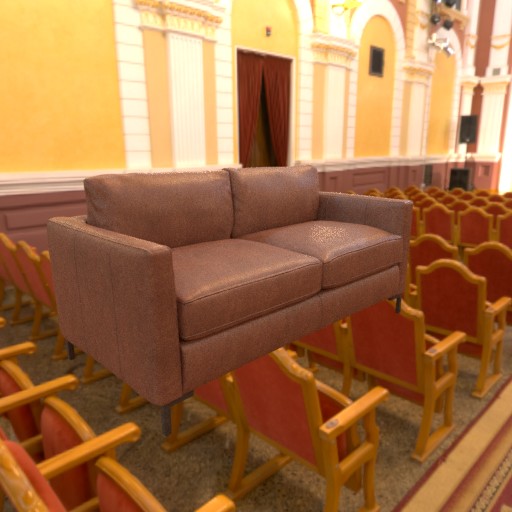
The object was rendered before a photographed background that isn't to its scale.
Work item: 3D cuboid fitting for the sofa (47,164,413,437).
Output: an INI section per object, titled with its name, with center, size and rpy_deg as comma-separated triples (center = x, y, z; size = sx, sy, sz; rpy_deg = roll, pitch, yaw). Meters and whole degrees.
[sofa]
center = 0.000, 0.000, 2.308
size = 0.899, 0.883, 1.797
rpy_deg = 14, 20, 43
